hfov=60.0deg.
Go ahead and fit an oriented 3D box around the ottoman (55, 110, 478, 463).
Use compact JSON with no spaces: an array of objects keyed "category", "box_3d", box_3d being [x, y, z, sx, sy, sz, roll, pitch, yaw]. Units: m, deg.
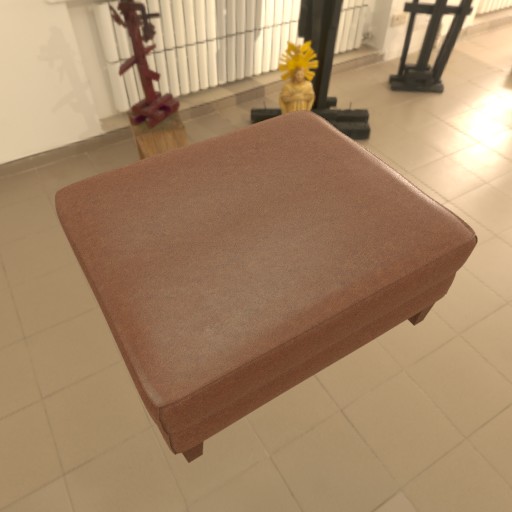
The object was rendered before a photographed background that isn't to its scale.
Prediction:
[{"category":"ottoman","box_3d":[0.000,0.000,1.415,0.987,0.472,0.836,-24,52,-21]}]
